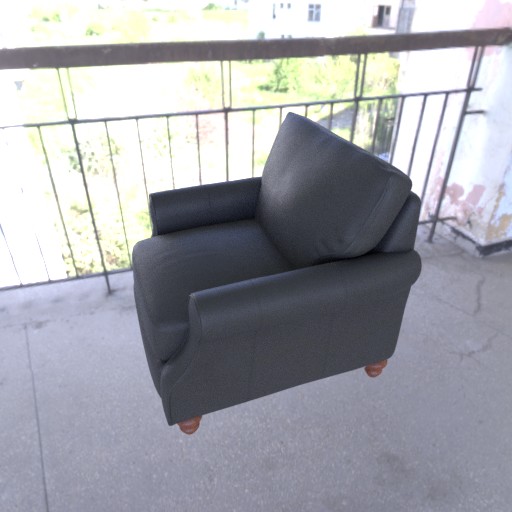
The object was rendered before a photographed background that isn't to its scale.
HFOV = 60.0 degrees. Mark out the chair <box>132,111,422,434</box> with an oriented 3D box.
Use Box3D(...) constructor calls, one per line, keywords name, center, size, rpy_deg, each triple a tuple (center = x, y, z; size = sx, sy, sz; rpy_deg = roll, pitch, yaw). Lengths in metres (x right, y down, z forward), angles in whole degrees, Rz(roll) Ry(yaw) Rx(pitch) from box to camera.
Box3D(name="chair", center=(0.000, 0.000, 1.824), size=(1.027, 0.960, 1.015), rpy_deg=(-8, 33, -13))
